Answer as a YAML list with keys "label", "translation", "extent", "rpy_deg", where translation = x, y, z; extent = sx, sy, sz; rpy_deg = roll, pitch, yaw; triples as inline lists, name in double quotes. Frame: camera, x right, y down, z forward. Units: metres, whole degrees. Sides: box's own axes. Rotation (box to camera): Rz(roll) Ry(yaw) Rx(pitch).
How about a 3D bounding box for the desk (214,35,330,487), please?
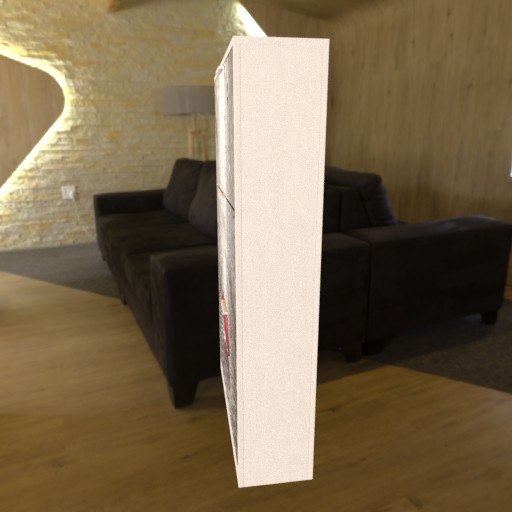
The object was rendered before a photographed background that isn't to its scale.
- label: "desk"
  translation: [0.000, 0.000, 1.583]
  extent: [0.250, 1.280, 0.750]
  rpy_deg: [-2, 15, -8]
